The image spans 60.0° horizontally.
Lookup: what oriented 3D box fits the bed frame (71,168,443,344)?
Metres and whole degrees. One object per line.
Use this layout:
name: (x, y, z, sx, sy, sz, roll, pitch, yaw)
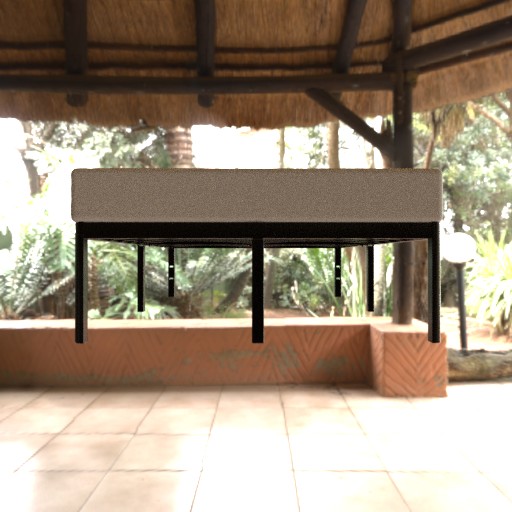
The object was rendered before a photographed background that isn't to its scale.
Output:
bed frame: (0.000, 0.000, 2.627, 1.408, 0.659, 1.956, 0, 0, 0)
